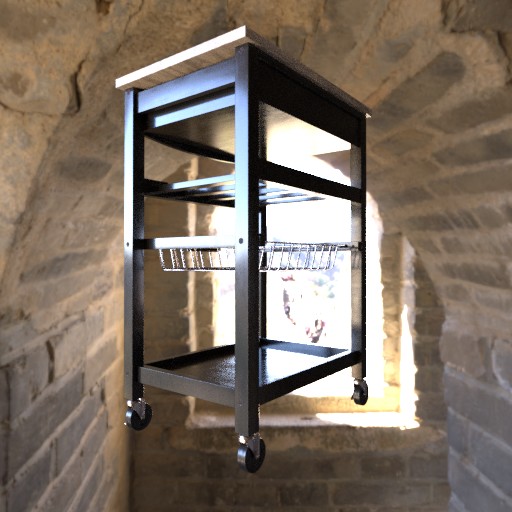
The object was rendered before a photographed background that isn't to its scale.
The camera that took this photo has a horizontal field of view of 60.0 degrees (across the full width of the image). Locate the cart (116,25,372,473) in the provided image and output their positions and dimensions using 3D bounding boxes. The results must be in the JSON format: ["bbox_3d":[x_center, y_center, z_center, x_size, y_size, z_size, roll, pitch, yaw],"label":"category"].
[{"bbox_3d":[0.000,0.000,1.162,0.403,0.839,0.584,-1,-1,38],"label":"cart"}]
